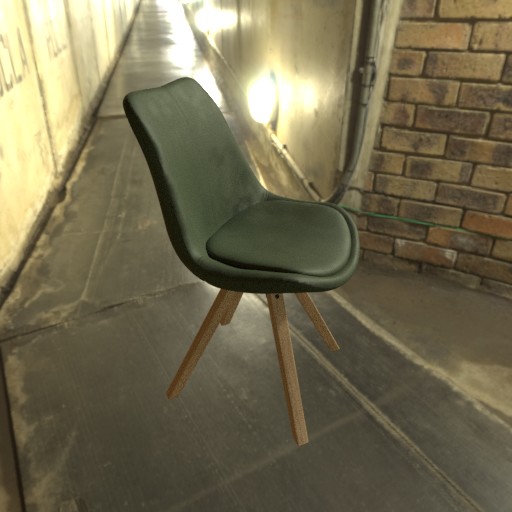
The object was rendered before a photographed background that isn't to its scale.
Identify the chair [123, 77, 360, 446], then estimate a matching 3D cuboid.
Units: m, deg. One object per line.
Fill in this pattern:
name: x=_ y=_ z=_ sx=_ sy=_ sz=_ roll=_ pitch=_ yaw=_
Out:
chair: x=0.000 y=0.000 z=1.220 sx=0.547 sy=0.865 sz=0.483 roll=11 pitch=32 yaw=18
